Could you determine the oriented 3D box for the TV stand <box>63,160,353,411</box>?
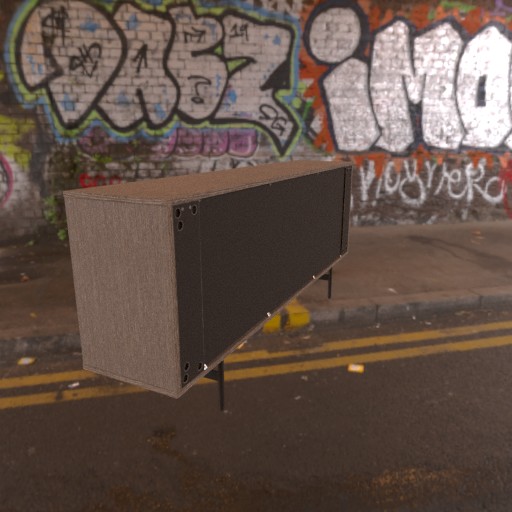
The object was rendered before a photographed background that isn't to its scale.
[{"bbox_3d":[0.000,0.000,2.087,0.405,0.787,1.804,8,17,26],"label":"TV stand"}]
